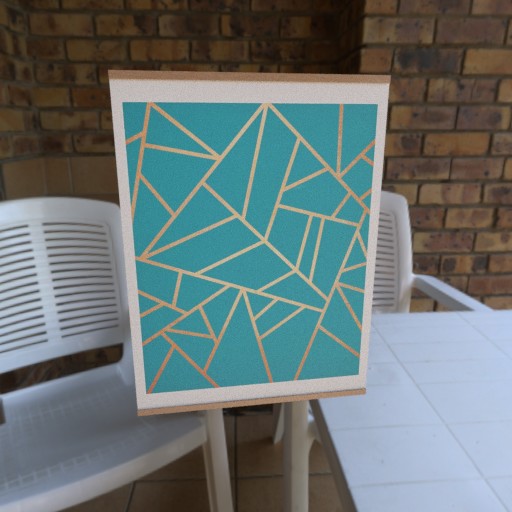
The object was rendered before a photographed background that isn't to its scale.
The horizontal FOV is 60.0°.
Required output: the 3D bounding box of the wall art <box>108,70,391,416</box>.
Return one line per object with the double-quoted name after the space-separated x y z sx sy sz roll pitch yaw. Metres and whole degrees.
0.000 0.000 1.324 0.758 1.016 0.013 -3 16 -9 "wall art"
